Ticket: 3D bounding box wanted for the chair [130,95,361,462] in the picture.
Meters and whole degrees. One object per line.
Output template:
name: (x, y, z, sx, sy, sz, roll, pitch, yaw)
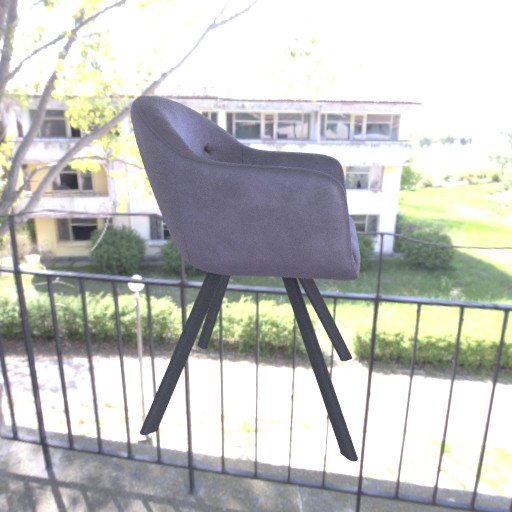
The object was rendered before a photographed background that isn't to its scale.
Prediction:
chair: (0.000, 0.000, 1.141, 0.544, 0.781, 0.567, 3, 16, 10)
